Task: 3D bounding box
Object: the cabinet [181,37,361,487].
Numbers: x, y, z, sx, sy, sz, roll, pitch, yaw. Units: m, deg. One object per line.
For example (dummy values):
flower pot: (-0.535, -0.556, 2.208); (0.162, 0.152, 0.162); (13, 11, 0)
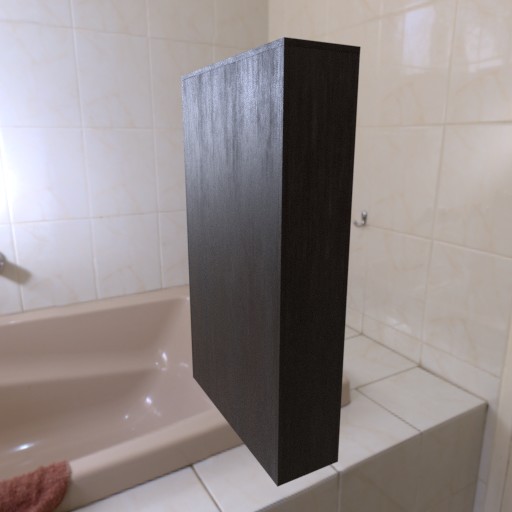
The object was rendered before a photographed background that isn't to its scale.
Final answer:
cabinet: (0.000, 0.000, 1.593); (0.250, 1.280, 0.750); (-8, 16, -27)
